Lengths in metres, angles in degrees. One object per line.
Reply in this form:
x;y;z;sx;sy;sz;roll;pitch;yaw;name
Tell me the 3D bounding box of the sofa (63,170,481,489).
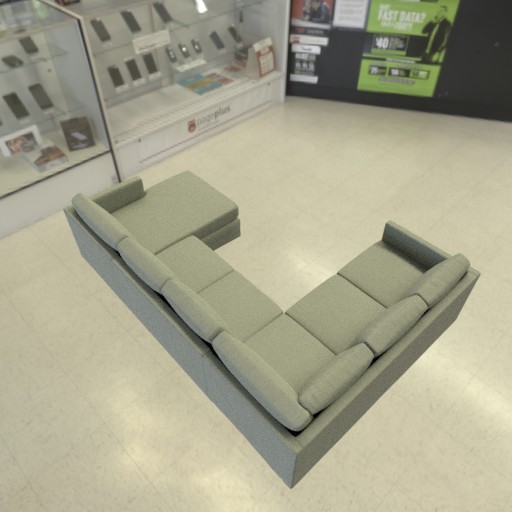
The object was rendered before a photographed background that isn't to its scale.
0.000;0.000;4.535;2.427;0.882;3.460;-33;54;-28;sofa
